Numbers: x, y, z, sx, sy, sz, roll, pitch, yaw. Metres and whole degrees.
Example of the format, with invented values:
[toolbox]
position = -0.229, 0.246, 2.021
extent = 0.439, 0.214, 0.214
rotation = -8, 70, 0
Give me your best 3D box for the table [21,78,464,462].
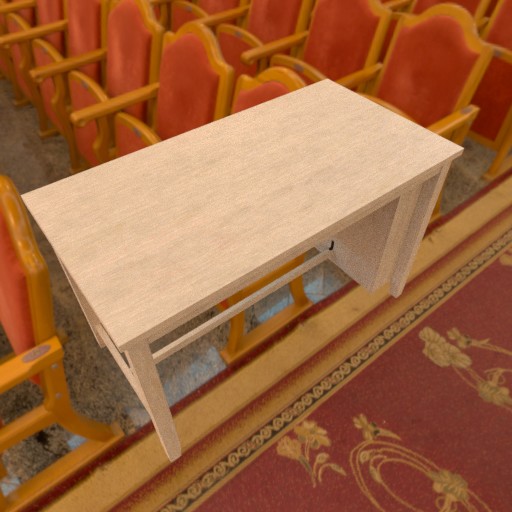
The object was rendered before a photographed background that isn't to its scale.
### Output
[table]
position = 0.000, 0.000, 1.872
extent = 1.397, 0.874, 0.729
rotation = -29, 53, -25
